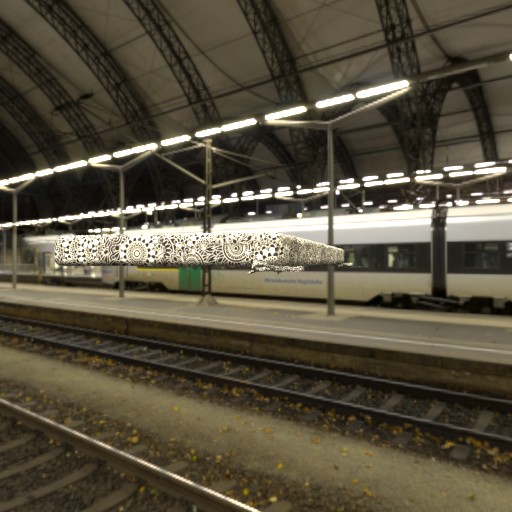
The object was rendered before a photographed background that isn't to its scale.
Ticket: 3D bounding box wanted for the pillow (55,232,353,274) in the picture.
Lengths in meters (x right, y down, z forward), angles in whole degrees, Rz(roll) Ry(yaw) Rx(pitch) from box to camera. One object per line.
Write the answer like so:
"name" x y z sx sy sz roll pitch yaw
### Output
"pillow" 0.000 0.000 1.334 0.492 0.081 1.187 0 -1 16
